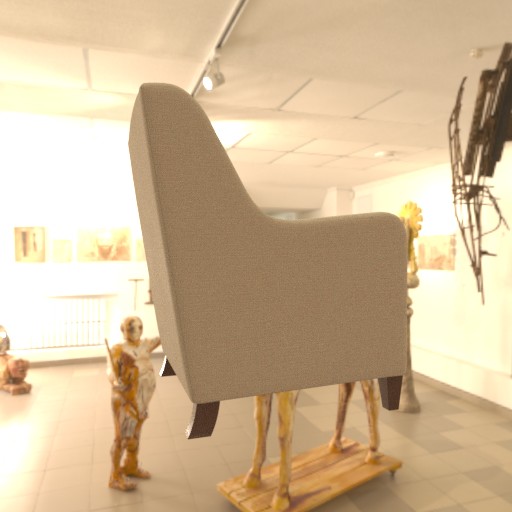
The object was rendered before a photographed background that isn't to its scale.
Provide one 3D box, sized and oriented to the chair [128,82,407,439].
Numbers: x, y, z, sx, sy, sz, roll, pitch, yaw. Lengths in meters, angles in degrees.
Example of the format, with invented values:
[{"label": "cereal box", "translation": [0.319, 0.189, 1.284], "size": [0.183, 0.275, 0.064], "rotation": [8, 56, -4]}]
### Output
[{"label": "chair", "translation": [0.000, 0.000, 1.662], "size": [0.896, 1.017, 0.715], "rotation": [0, 1, -19]}]
